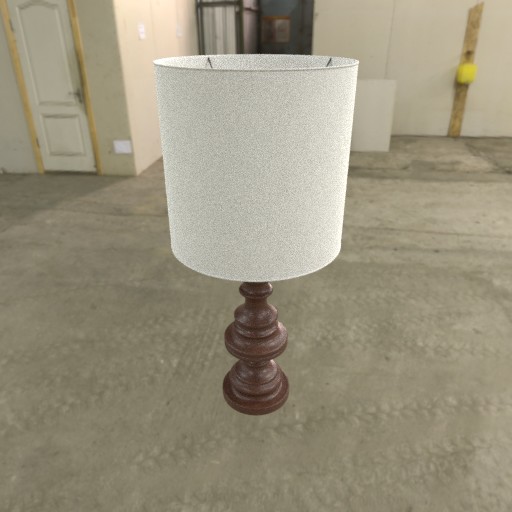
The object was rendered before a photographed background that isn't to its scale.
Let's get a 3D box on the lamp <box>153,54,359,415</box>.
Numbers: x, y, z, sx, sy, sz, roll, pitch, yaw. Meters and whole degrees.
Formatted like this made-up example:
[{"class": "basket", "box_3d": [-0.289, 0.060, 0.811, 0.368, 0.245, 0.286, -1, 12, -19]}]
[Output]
[{"class": "lamp", "box_3d": [0.000, 0.000, 0.562, 0.208, 0.455, 0.208, 19, 33, 32]}]
